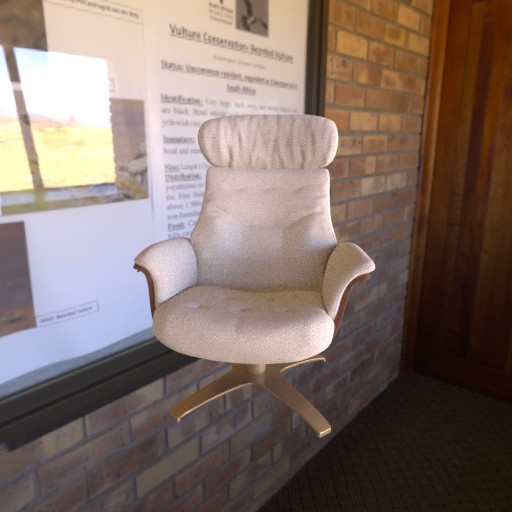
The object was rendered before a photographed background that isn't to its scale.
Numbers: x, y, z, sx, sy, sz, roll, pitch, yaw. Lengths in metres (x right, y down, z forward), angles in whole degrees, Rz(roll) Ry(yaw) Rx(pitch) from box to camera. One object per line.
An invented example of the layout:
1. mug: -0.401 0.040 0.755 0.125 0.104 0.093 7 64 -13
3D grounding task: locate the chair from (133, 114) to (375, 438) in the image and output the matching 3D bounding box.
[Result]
1. chair: 0.000 0.000 1.580 0.785 0.995 0.837 2 15 9
